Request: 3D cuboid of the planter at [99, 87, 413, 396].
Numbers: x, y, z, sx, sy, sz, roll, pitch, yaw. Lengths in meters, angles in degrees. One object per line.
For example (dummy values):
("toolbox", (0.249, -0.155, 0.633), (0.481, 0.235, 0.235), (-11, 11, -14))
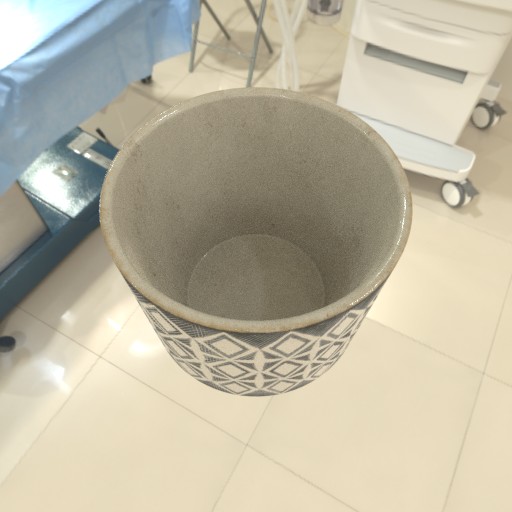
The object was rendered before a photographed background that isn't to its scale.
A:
("planter", (0.000, 0.000, 0.346), (0.192, 0.165, 0.192), (0, 58, 0))
